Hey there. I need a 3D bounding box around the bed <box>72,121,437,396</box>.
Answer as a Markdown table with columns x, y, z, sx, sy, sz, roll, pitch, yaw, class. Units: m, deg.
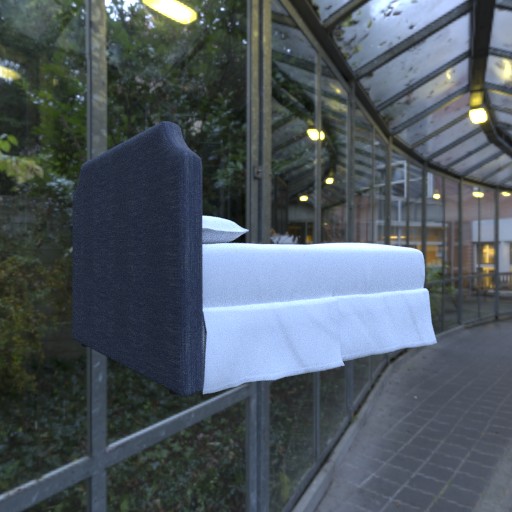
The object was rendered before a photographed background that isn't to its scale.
| x | y | z | sx | sy | sz | roll | pitch | yaw | class |
| --- | --- | --- | --- | --- | --- | --- | --- | --- | --- |
| 0.000 | 0.000 | 3.222 | 2.116 | 1.290 | 1.693 | 0 | 0 | -38 | bed |
